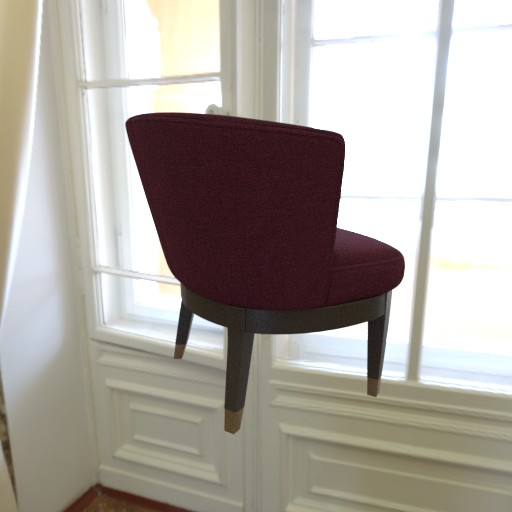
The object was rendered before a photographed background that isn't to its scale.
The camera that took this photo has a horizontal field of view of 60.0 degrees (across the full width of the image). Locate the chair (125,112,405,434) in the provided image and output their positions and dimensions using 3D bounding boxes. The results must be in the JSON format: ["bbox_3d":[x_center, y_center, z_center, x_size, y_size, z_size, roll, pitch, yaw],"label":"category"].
[{"bbox_3d":[0.000,0.000,1.279,0.660,0.760,0.700,-7,15,-26],"label":"chair"}]
